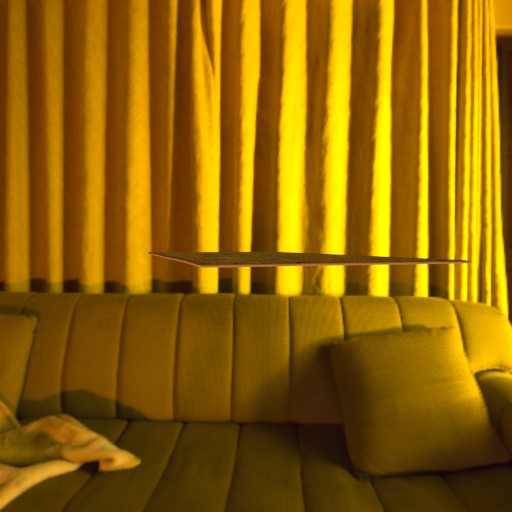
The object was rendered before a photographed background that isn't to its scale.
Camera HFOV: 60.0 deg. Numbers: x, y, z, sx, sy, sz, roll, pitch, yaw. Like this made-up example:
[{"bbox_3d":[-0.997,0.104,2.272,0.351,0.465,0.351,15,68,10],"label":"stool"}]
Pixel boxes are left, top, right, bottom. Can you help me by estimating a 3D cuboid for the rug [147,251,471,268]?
[{"bbox_3d":[0.000,0.000,1.462,0.605,0.007,1.220,0,2,-18],"label":"rug"}]
